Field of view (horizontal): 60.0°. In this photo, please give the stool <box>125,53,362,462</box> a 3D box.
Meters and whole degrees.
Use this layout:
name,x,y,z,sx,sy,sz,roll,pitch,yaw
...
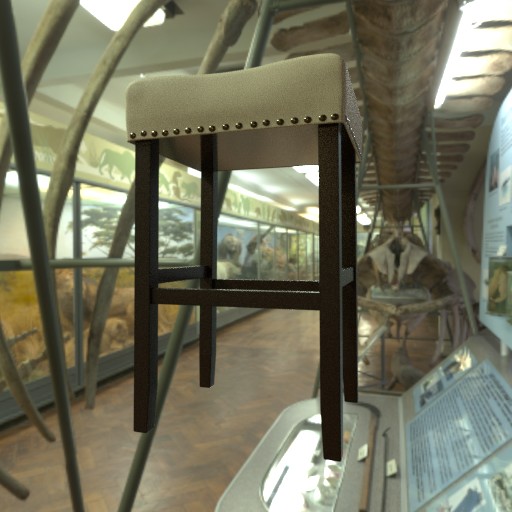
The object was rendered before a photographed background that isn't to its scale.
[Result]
name,x,y,z,sx,sy,sz,roll,pitch,yaw
stool,0.000,0.000,1.065,0.471,0.762,0.401,0,0,18
